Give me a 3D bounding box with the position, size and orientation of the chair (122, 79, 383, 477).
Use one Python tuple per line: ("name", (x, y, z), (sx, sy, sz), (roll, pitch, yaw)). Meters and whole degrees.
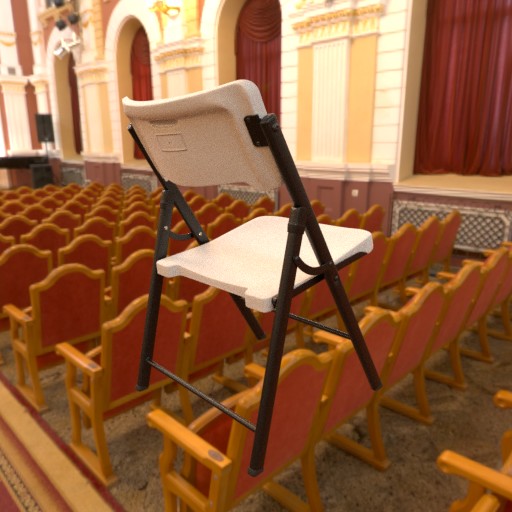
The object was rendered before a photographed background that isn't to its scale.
("chair", (0.000, 0.000, 1.130), (0.577, 0.765, 0.482), (-14, 20, -43))
